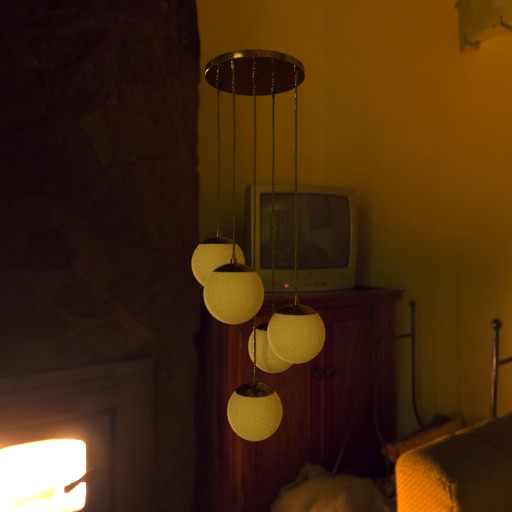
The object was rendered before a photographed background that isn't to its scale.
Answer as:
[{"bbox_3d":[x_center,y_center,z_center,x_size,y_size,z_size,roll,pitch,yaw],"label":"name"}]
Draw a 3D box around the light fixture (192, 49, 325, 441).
[{"bbox_3d":[0.000,0.000,1.537,0.489,1.271,0.484,0,1,37],"label":"light fixture"}]
